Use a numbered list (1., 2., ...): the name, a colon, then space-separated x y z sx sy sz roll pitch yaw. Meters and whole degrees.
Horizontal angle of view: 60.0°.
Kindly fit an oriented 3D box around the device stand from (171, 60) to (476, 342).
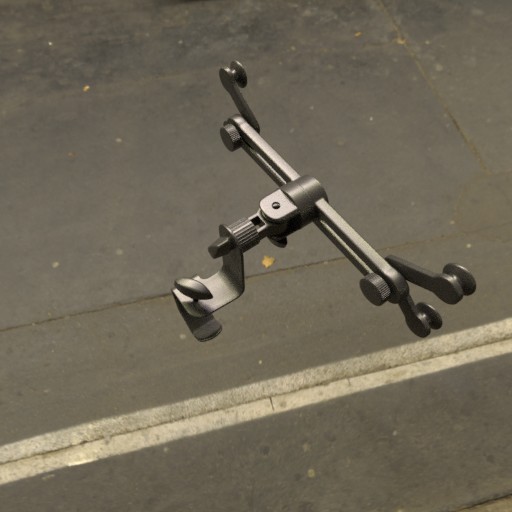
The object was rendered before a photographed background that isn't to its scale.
1. device stand: 0.000 0.000 0.372 0.142 0.166 0.270 -31 64 -17
